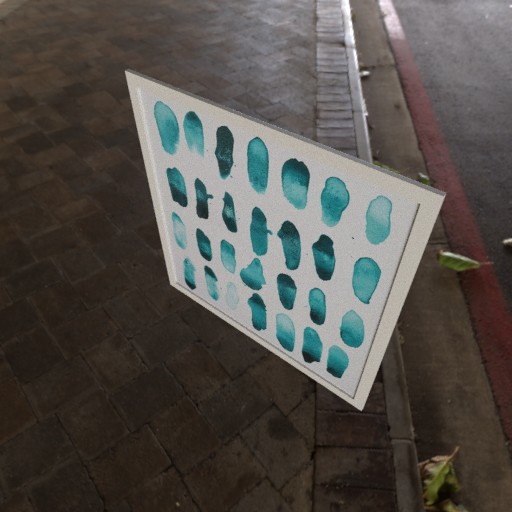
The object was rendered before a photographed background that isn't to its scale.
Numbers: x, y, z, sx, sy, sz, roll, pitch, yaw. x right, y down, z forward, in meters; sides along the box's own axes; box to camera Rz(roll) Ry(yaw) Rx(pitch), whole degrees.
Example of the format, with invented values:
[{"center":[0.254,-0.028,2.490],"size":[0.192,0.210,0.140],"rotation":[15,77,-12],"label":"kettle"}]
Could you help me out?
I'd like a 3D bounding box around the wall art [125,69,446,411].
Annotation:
[{"center":[0.000,0.000,1.217],"size":[0.812,0.813,0.013],"rotation":[29,53,25],"label":"wall art"}]
